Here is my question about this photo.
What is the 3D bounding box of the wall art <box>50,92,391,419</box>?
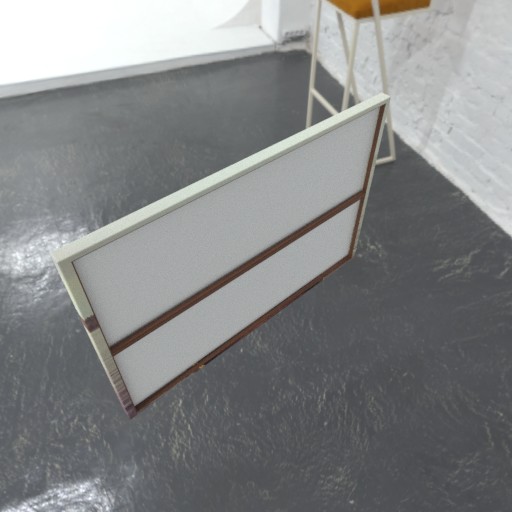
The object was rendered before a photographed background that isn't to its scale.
[{"bbox_3d":[0.000,0.000,1.482,1.149,0.765,0.040,-32,54,-27],"label":"wall art"}]
